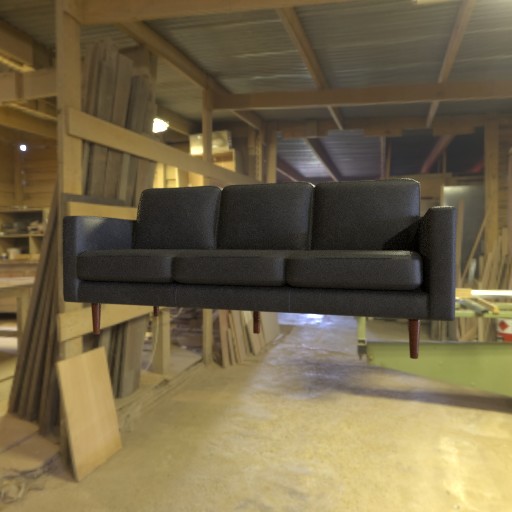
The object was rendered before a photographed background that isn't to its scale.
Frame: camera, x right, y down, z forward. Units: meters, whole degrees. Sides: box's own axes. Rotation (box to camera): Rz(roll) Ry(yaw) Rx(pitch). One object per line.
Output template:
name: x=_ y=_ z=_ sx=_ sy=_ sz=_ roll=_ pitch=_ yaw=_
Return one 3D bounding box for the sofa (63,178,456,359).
sofa: x=0.000 y=0.000 z=2.551 sx=2.029 sy=0.899 sz=0.879 roll=1 pitch=2 yaw=18
